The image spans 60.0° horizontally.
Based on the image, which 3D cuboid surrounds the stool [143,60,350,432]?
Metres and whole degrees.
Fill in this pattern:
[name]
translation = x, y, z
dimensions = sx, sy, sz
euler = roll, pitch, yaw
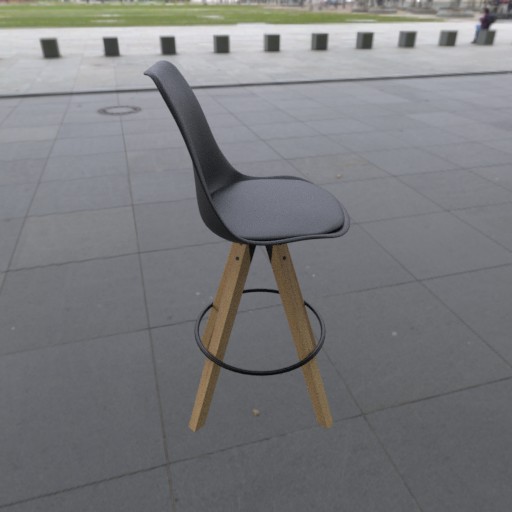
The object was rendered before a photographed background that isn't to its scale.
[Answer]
[stool]
translation = 0.000, 0.000, 1.396
dimensions = 0.550, 1.115, 0.485
euler = -1, 30, -1
